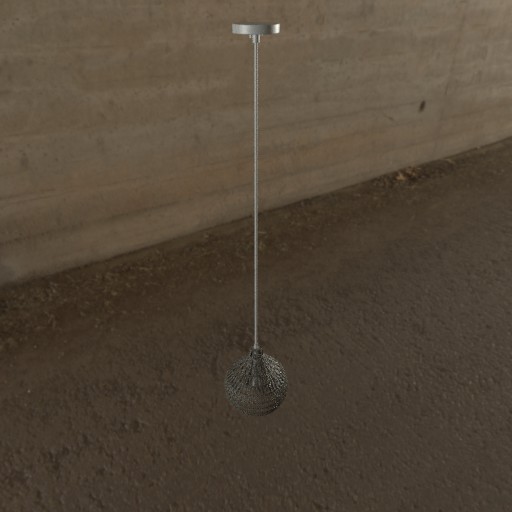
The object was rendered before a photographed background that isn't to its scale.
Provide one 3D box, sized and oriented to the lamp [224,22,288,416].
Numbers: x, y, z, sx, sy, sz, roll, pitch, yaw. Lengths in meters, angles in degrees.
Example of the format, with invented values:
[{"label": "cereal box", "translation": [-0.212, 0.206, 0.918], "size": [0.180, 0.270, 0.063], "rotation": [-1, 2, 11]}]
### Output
[{"label": "lamp", "translation": [0.000, 0.000, 2.062], "size": [0.355, 1.919, 0.355], "rotation": [11, 33, 18]}]
